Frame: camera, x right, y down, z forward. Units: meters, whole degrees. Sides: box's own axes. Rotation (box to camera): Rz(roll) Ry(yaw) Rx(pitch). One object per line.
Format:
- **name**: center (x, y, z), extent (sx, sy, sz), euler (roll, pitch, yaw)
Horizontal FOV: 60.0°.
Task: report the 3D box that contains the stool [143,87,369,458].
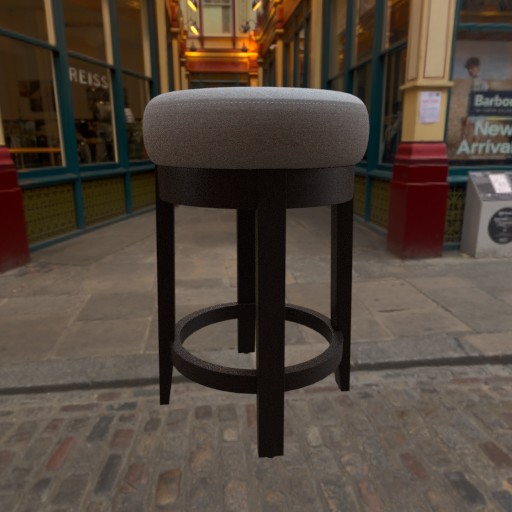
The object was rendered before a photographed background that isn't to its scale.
- **stool**: center (0.000, 0.000, 0.959), extent (0.443, 0.672, 0.443), euler (0, 15, 0)
